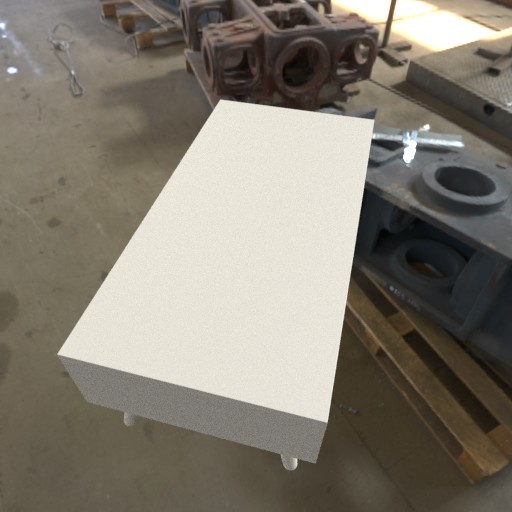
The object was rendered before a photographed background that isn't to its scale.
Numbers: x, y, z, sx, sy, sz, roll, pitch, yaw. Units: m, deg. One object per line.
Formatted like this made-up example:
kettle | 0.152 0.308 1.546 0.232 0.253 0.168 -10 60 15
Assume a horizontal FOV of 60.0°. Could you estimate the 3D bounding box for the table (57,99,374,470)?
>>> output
table | 0.000 0.000 1.490 0.609 0.432 1.194 11 48 10
